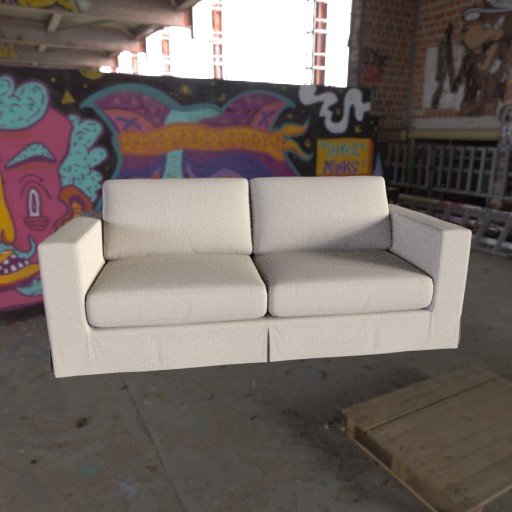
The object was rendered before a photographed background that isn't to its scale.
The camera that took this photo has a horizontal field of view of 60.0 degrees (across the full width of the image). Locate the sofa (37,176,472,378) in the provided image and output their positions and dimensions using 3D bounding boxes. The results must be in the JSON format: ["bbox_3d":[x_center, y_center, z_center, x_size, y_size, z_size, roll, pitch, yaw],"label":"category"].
[{"bbox_3d":[0.000,0.000,2.632,2.163,0.881,0.954,-2,15,-8],"label":"sofa"}]
